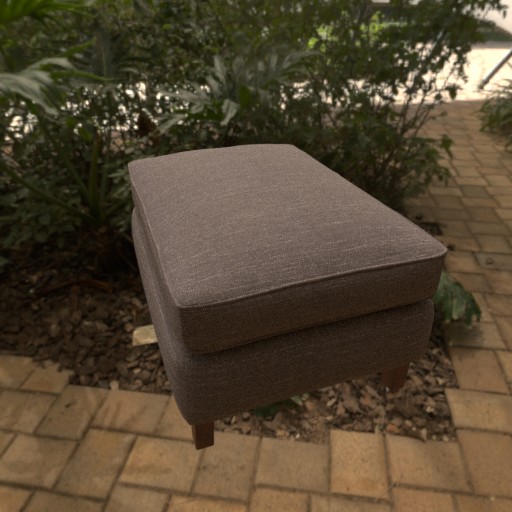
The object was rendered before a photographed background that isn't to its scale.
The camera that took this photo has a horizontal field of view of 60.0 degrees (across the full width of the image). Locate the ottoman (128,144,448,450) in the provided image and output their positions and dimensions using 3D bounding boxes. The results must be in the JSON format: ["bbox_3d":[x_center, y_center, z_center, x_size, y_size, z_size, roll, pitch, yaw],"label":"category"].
[{"bbox_3d":[0.000,0.000,1.008,0.508,0.406,0.686,-10,32,-17],"label":"ottoman"}]
